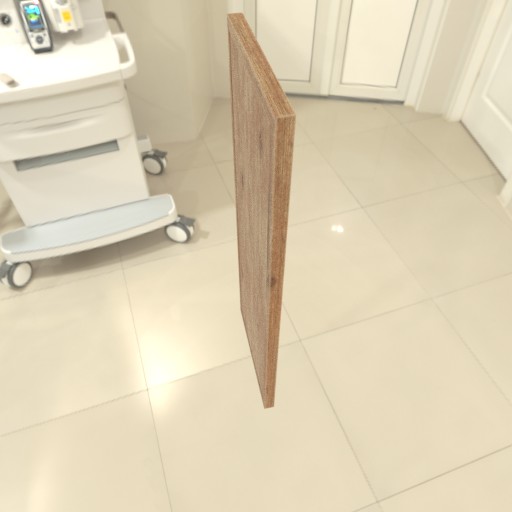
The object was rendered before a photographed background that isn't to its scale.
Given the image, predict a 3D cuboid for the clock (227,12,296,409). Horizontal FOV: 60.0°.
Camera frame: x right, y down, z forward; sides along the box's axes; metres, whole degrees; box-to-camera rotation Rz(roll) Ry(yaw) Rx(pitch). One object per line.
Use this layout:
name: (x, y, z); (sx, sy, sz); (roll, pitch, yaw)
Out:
clock: (0.000, 0.000, 1.068); (0.030, 0.965, 0.361); (-10, 49, -8)
